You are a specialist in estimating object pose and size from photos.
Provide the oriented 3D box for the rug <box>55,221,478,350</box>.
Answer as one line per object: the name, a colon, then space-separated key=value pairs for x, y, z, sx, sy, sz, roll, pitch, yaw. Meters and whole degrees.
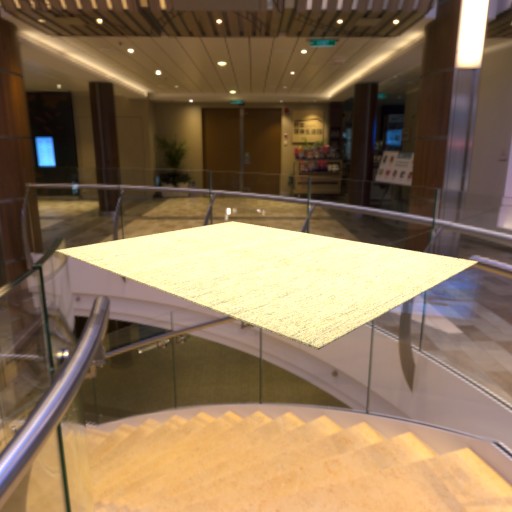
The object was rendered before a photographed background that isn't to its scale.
rug: x=0.000 y=0.000 z=4.198 sx=3.201 sy=0.014 sz=2.437 roll=13 pitch=19 yaw=42
